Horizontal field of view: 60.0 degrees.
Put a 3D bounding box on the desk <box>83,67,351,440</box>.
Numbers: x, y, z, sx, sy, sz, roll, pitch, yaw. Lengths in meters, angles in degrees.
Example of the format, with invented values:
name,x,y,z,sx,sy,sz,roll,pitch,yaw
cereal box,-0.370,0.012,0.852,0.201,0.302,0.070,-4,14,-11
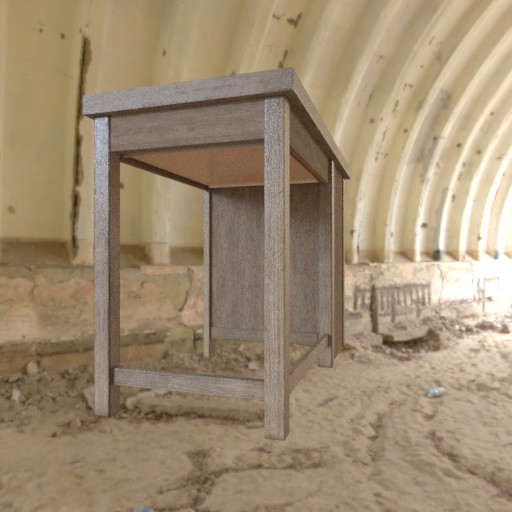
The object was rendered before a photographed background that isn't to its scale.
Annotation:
name,x,y,z,sx,sy,sz,roll,pitch,yaw
desk,0.000,0.000,1.768,0.610,0.912,1.289,0,0,18
